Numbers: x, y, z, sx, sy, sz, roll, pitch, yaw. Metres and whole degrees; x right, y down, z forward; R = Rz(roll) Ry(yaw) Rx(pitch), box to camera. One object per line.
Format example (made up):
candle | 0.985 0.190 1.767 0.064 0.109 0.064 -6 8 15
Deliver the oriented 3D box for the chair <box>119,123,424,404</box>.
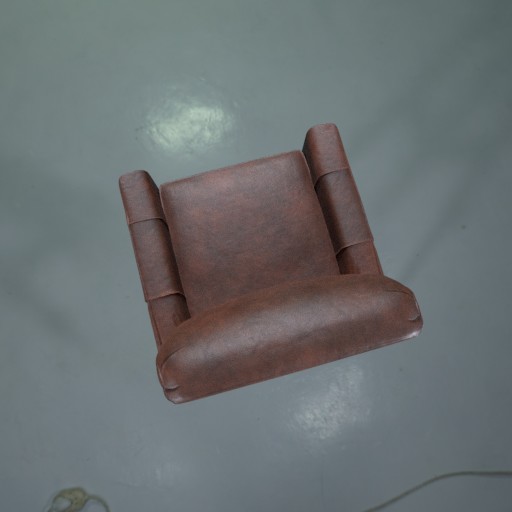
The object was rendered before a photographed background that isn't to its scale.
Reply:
chair | 0.000 0.000 1.656 0.843 1.043 0.836 -15 77 -3
